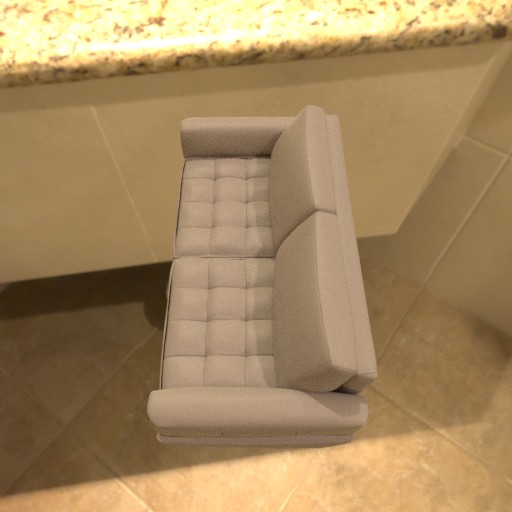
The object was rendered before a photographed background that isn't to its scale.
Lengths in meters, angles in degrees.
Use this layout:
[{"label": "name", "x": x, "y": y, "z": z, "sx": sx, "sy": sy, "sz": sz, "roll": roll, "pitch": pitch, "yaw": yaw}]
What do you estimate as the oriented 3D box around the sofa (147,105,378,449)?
[{"label": "sofa", "x": 0.000, "y": 0.000, "z": 2.776, "sx": 1.121, "sy": 0.930, "sz": 2.177, "roll": 0, "pitch": 58, "yaw": 0}]
